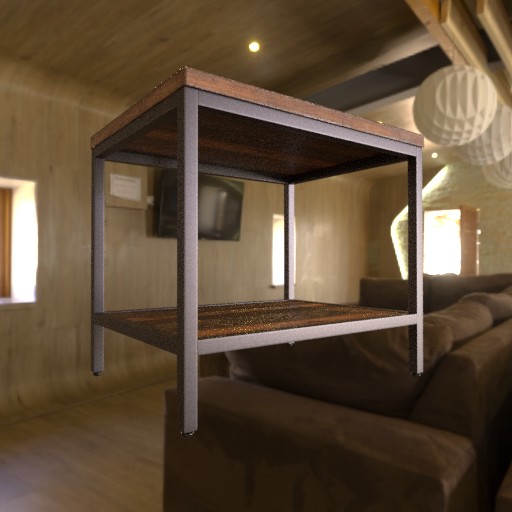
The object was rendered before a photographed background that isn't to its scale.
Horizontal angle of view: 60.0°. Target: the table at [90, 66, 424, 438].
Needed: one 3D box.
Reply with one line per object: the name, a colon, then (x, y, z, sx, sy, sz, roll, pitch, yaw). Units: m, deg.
table: (0.000, 0.000, 1.132, 0.678, 0.612, 0.524, 0, -1, -36)
